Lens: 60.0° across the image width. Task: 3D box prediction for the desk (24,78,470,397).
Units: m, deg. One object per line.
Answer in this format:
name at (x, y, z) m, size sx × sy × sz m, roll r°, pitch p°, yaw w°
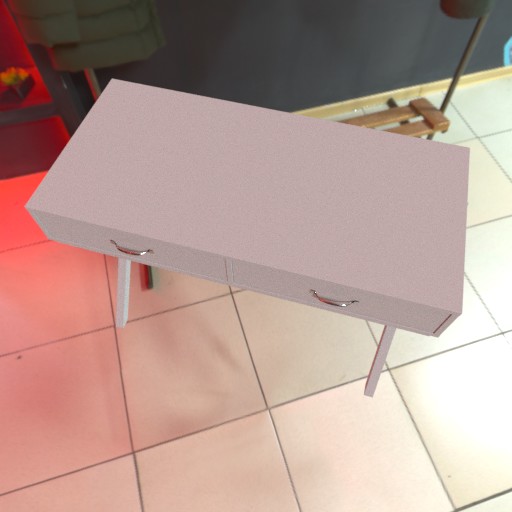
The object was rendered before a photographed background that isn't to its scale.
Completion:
desk at (0.000, 0.000, 1.480) m, size 1.057 × 0.780 × 0.525 m, roll 14°, pitch 60°, yaw 8°
